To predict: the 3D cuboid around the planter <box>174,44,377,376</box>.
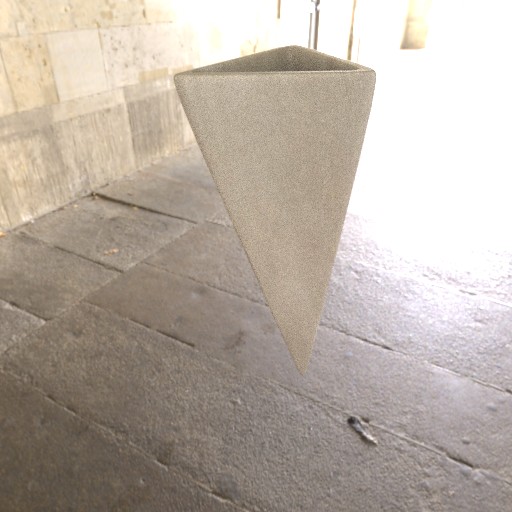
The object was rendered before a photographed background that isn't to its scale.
[{"bbox_3d":[0.000,0.000,0.272,0.081,0.224,0.101,-8,32,-13],"label":"planter"}]
